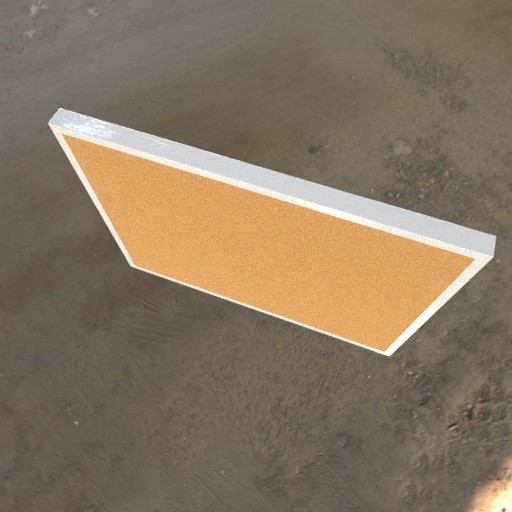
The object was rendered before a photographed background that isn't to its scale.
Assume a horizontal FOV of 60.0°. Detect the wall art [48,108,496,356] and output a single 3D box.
[{"bbox_3d":[0.000,0.000,1.339,1.041,0.787,0.053,18,64,9],"label":"wall art"}]
